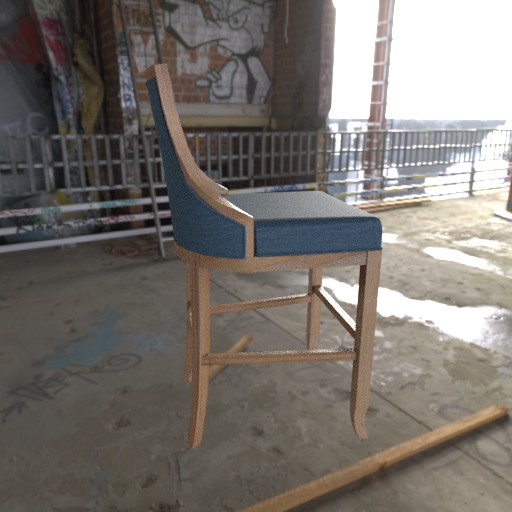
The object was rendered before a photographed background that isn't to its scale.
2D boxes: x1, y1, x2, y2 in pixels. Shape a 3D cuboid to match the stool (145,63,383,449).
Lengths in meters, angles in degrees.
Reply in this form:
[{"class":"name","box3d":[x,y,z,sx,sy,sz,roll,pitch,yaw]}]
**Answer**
[{"class":"stool","box3d":[0.000,0.000,1.441,0.626,1.101,0.524,-3,17,-11]}]
